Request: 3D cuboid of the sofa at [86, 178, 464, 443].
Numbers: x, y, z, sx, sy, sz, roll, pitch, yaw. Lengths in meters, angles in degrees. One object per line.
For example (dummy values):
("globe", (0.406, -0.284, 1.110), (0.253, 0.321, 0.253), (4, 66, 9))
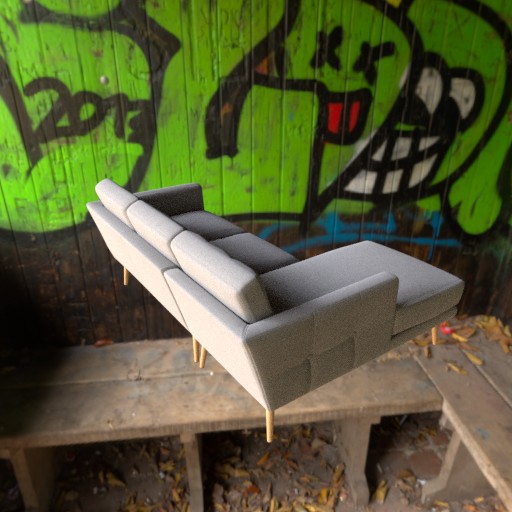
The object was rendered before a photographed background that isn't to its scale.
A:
("sofa", (0.000, 0.000, 2.877), (1.530, 0.860, 2.040), (-17, 30, -32))
